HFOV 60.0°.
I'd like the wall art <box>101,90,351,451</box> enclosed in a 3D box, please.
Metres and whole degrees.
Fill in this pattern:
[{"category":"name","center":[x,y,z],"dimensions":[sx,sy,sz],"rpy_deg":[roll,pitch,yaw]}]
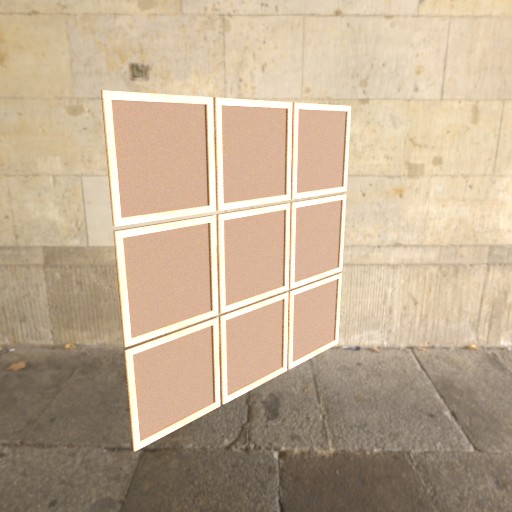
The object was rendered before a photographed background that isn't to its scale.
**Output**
[{"category":"wall art","center":[0.000,0.000,1.833],"dimensions":[1.216,1.218,0.013],"rpy_deg":[-15,21,-42]}]
